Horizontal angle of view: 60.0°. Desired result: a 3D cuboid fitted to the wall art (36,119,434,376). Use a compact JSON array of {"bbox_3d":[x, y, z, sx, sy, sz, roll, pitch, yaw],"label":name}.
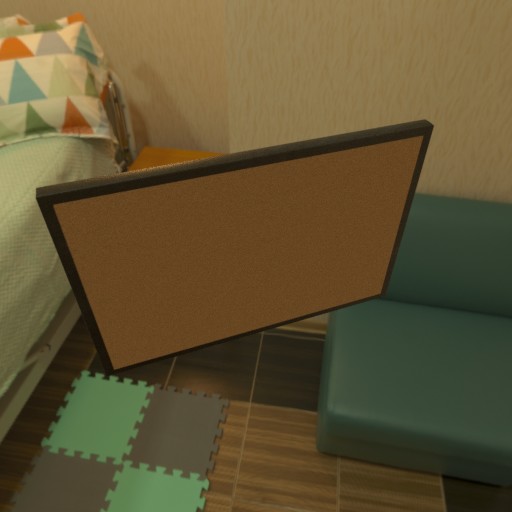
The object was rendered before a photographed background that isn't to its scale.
[{"bbox_3d":[0.000,0.000,1.179,0.912,0.612,0.038,-14,44,-15],"label":"wall art"}]
